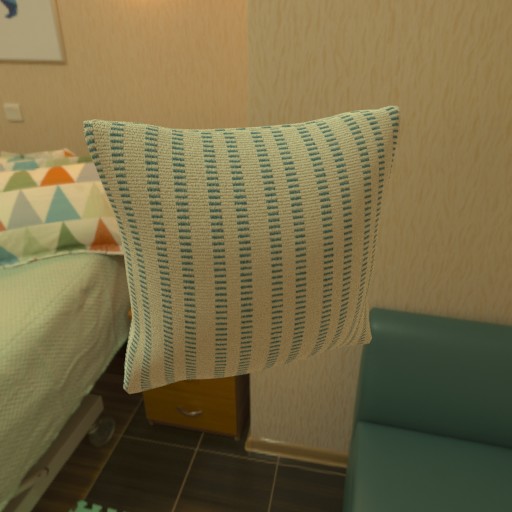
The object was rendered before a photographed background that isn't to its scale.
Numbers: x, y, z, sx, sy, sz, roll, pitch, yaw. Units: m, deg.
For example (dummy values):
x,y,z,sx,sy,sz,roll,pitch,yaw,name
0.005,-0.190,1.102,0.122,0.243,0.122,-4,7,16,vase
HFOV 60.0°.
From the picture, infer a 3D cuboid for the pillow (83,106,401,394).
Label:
x,y,z,sx,sy,sz,roll,pitch,yaw,name
0.000,0.000,0.670,0.438,0.419,0.247,-8,28,-15,pillow
